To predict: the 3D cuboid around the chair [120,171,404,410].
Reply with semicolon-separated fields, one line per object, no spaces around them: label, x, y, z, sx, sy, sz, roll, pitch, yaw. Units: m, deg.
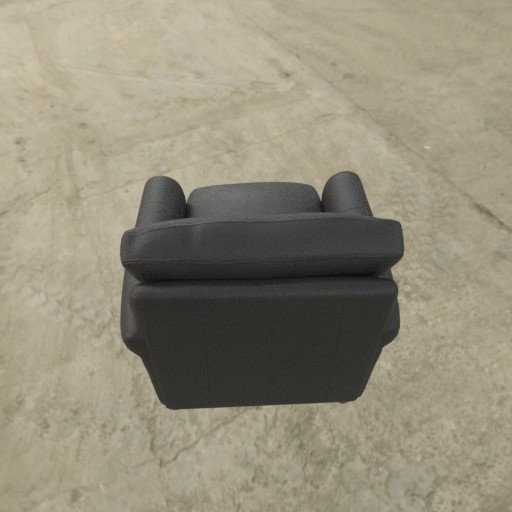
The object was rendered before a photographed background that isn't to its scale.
chair;0.000;0.000;1.818;1.015;0.960;1.027;2;48;2
